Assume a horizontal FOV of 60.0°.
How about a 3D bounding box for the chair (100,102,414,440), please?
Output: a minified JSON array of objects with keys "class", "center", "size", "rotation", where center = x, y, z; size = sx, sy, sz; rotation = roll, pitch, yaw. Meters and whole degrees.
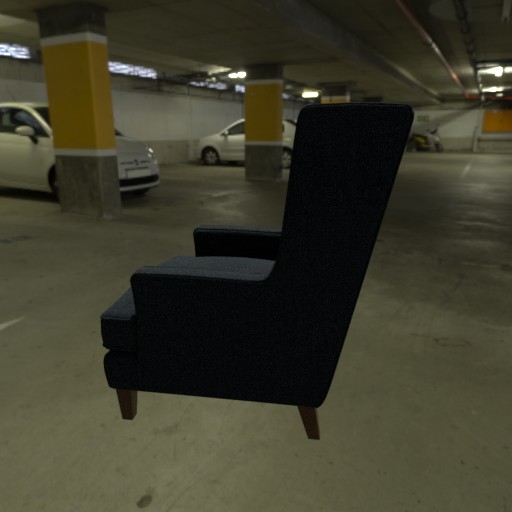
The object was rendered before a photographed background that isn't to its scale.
[{"class":"chair","center":[0.000,0.000,1.701],"size":[0.947,1.072,0.764],"rotation":[3,16,9]}]
